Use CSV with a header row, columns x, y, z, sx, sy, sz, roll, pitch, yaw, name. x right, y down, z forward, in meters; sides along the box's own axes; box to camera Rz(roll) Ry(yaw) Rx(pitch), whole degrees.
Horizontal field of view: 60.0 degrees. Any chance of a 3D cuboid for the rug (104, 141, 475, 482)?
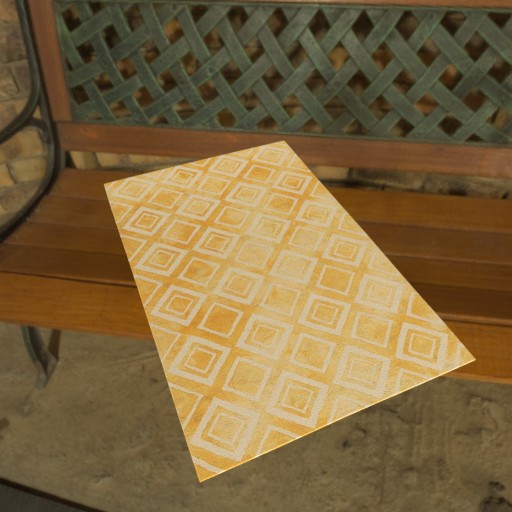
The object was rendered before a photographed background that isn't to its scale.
x,y,z,sx,sy,sz,roll,pitch,yaw,name
0.000,0.000,2.266,1.213,0.010,1.829,-17,49,-16,rug
